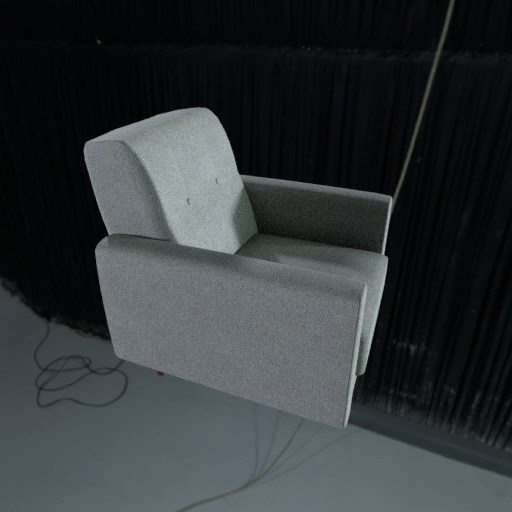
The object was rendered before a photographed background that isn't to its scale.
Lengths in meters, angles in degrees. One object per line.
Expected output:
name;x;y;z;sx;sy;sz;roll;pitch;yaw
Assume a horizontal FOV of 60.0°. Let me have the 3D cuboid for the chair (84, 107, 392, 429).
chair;0.000;0.000;1.688;0.942;0.968;0.845;10;30;18
